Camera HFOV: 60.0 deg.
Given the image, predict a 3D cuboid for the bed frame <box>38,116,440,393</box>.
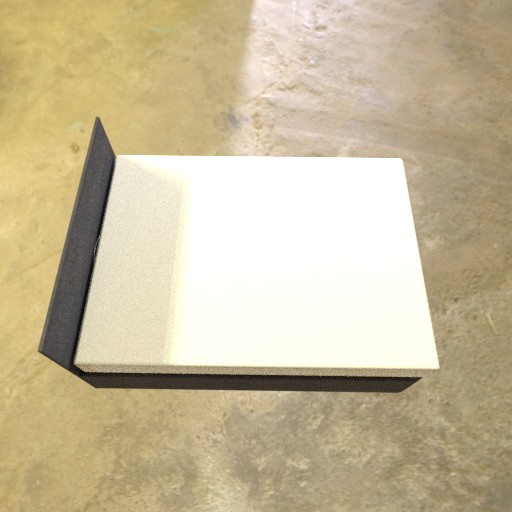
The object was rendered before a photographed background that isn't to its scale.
[{"bbox_3d":[0.000,0.000,2.622,1.900,0.800,1.400,1,62,0],"label":"bed frame"}]
